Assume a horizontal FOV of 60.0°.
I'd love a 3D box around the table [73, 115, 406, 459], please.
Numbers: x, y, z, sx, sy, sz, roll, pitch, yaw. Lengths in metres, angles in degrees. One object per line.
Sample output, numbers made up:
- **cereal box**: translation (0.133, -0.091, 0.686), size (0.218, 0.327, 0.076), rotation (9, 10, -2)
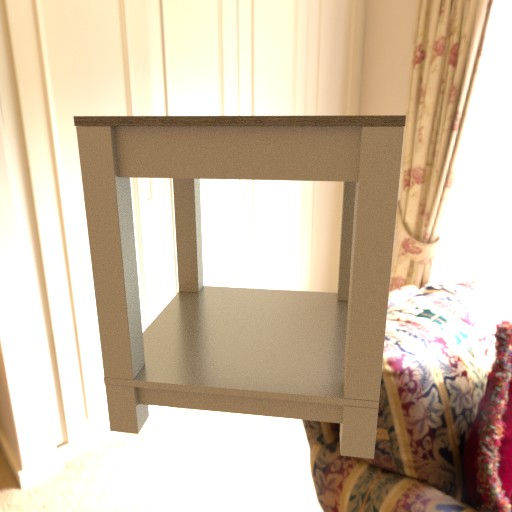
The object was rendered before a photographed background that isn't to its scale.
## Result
- **table**: translation (0.000, 0.000, 0.985), size (0.504, 0.587, 0.506), rotation (2, 17, 8)
